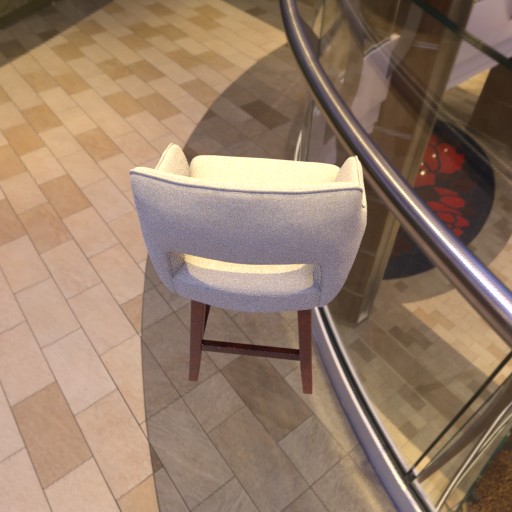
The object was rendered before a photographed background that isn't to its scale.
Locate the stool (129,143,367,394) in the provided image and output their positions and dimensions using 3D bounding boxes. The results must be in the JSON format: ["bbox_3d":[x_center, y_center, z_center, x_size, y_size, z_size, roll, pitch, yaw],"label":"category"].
[{"bbox_3d":[0.000,0.000,1.285,0.550,0.936,0.560,5,48,4],"label":"stool"}]
